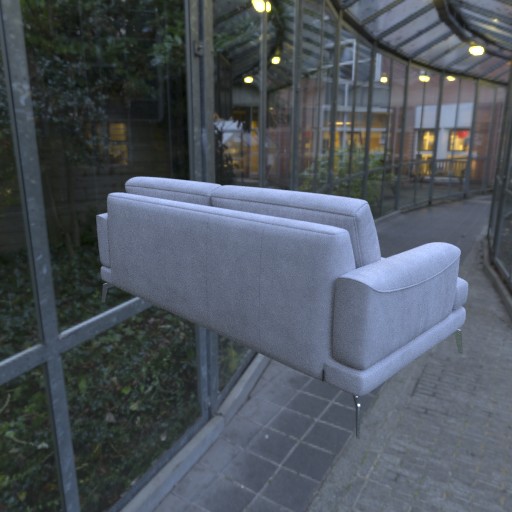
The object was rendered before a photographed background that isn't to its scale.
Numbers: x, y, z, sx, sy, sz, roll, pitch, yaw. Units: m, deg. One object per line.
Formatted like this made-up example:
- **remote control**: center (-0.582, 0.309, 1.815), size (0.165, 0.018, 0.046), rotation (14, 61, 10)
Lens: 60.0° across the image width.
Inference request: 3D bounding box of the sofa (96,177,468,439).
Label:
- **sofa**: center (0.000, 0.000, 2.488), size (0.980, 0.830, 2.013), rotation (-14, 20, -43)
